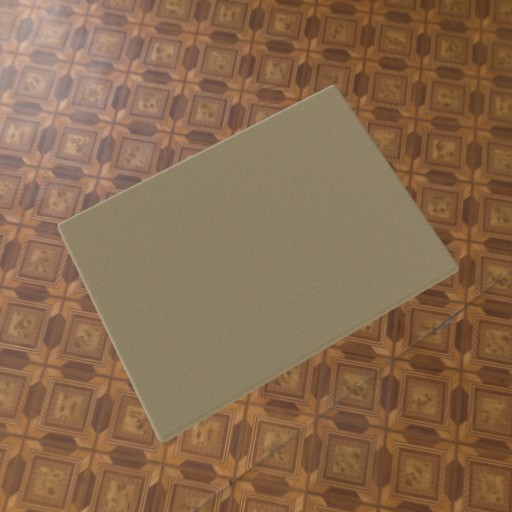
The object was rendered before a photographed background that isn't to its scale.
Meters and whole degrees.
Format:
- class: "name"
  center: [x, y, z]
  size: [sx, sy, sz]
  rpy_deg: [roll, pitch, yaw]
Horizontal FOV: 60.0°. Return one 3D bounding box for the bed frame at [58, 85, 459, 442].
- class: "bed frame"
  center: [0.000, 0.000, 3.803]
  size: [2.842, 0.680, 2.205]
  rpy_deg: [-21, 78, -5]
